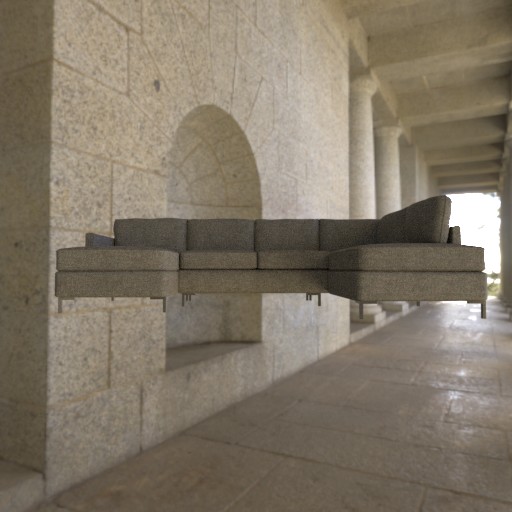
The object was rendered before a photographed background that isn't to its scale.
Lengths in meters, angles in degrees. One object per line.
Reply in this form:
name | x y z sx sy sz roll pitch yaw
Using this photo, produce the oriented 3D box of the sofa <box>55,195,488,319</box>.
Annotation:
sofa | 0.000 0.000 4.276 3.423 0.999 2.048 0 -2 -2
